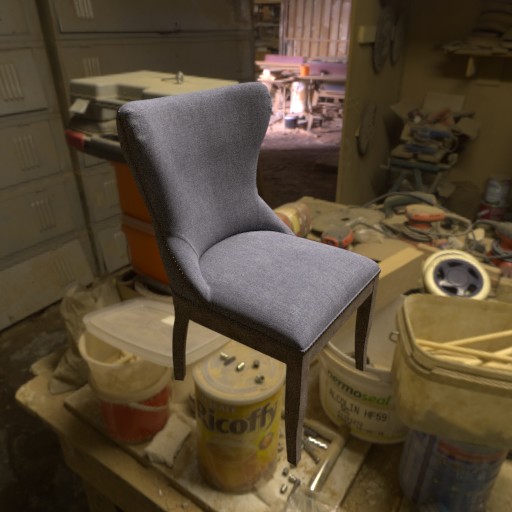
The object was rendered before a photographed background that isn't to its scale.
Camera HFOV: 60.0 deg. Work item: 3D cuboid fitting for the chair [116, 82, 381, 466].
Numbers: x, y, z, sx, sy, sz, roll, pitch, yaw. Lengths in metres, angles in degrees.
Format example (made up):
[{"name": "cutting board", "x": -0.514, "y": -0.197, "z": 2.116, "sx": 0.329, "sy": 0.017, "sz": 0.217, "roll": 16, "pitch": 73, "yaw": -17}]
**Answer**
[{"name": "chair", "x": 0.000, "y": 0.000, "z": 1.466, "sx": 0.681, "sy": 1.002, "sz": 0.654, "roll": 18, "pitch": 33, "yaw": 31}]
